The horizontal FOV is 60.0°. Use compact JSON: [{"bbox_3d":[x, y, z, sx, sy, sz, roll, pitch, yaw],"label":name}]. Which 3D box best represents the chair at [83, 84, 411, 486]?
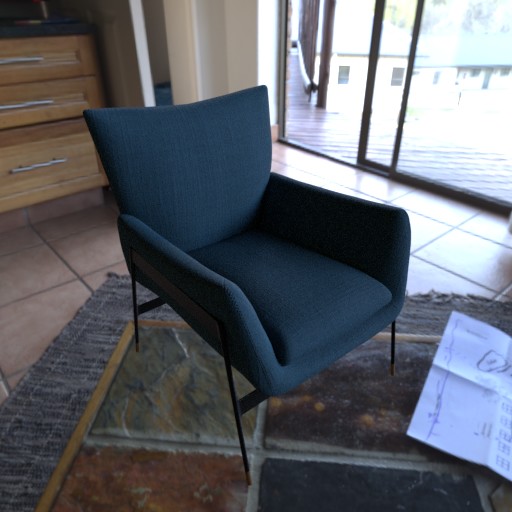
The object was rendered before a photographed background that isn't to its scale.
[{"bbox_3d":[0.000,0.000,1.385,0.678,0.859,0.769,-22,37,-33],"label":"chair"}]
